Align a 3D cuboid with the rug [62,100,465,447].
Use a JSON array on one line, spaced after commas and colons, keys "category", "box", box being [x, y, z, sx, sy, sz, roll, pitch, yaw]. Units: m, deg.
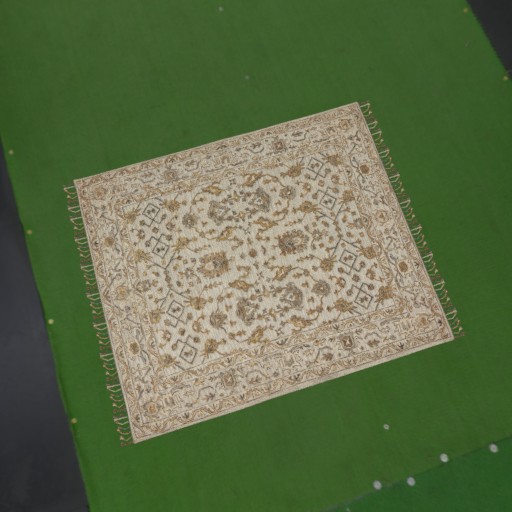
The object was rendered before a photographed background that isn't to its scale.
[{"category": "rug", "box": [0.000, 0.000, 3.979, 3.061, 0.034, 2.426, -17, 76, -4]}]
